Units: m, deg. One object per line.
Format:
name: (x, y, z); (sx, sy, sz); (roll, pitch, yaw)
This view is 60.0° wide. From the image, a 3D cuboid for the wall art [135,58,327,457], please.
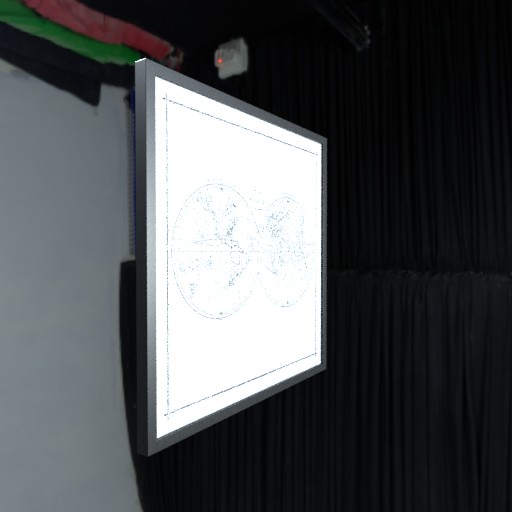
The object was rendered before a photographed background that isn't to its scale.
wall art: (0.000, 0.000, 1.184); (0.031, 0.775, 0.773); (1, 1, 36)
